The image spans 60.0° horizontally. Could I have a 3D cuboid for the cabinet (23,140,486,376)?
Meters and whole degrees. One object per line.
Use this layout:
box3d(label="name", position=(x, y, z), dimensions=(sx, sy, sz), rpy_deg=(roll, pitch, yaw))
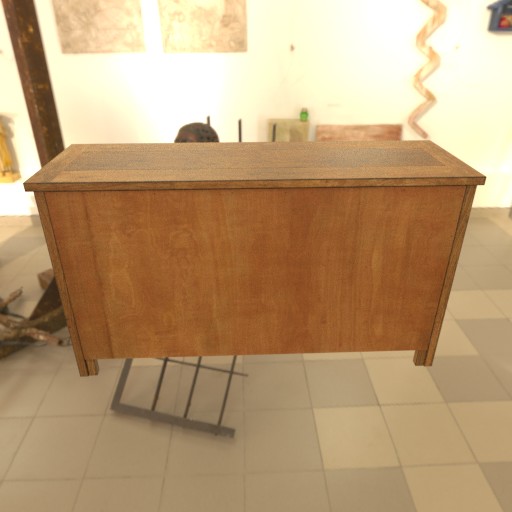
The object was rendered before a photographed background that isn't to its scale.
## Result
box3d(label="cabinet", position=(0.000, 0.000, 1.811), dimensions=(1.474, 0.813, 0.480), rpy_deg=(-1, 29, -2))
